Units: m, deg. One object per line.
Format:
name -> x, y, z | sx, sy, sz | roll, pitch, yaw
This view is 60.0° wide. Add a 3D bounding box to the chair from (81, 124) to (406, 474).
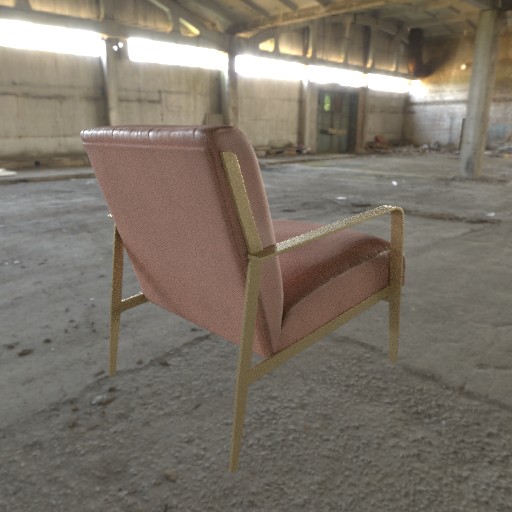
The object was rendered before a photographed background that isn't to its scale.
chair -> 0.000, 0.000, 1.456 | 0.848, 0.823, 0.701 | -15, 22, -42
